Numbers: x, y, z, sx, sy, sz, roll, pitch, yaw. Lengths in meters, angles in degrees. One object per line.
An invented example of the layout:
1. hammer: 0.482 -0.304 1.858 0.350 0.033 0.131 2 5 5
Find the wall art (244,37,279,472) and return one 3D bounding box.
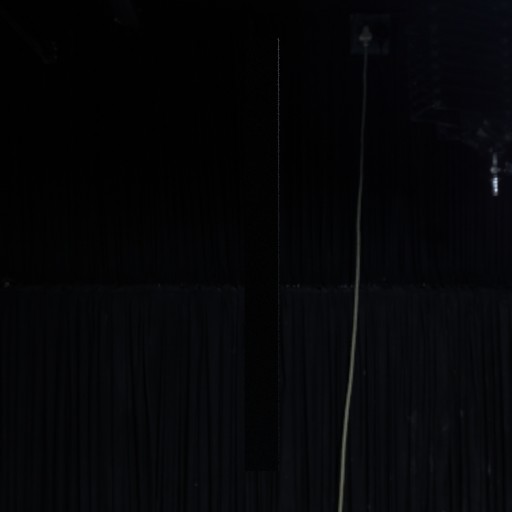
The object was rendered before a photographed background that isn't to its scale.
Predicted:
1. wall art: 0.000 0.000 0.774 0.040 0.509 0.509 0 -1 -1
